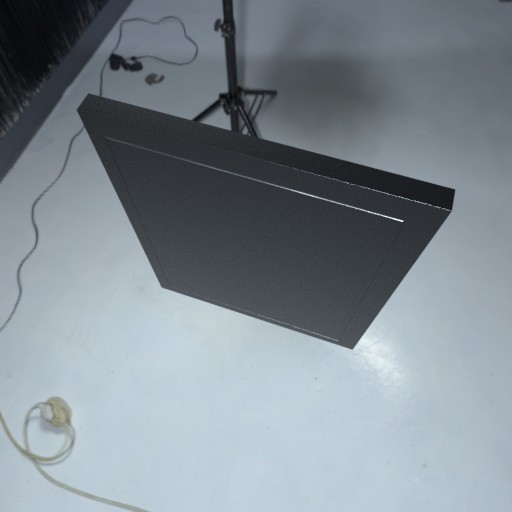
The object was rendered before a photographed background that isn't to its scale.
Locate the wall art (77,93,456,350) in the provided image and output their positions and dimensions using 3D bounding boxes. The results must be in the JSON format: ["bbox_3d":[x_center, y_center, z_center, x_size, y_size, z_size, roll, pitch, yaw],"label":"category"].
[{"bbox_3d":[0.000,0.000,0.771,0.461,0.558,0.031,17,64,9],"label":"wall art"}]
